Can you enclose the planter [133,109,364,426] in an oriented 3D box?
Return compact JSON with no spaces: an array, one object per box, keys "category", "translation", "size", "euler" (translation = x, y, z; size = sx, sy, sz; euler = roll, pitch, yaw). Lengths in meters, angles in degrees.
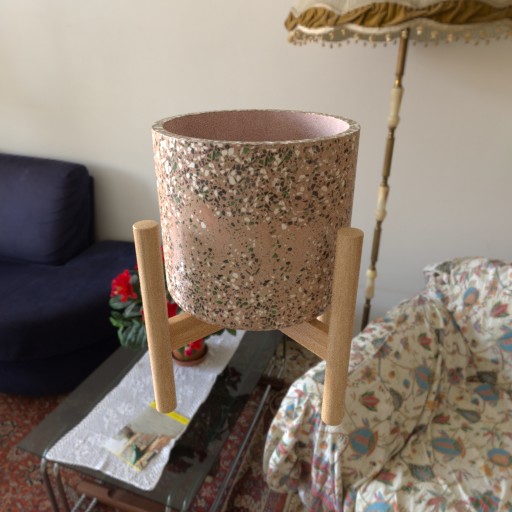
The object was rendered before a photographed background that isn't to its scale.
[{"category":"planter","translation":[0.000,0.000,0.550],"size":[0.284,0.320,0.284],"euler":[-8,27,-15]}]
